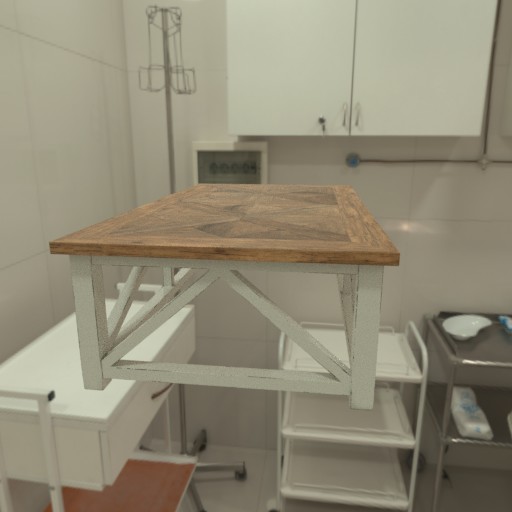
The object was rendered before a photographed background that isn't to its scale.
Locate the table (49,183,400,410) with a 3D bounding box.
[{"bbox_3d":[0.000,0.000,1.714,0.800,0.410,1.400,2,15,7],"label":"table"}]
